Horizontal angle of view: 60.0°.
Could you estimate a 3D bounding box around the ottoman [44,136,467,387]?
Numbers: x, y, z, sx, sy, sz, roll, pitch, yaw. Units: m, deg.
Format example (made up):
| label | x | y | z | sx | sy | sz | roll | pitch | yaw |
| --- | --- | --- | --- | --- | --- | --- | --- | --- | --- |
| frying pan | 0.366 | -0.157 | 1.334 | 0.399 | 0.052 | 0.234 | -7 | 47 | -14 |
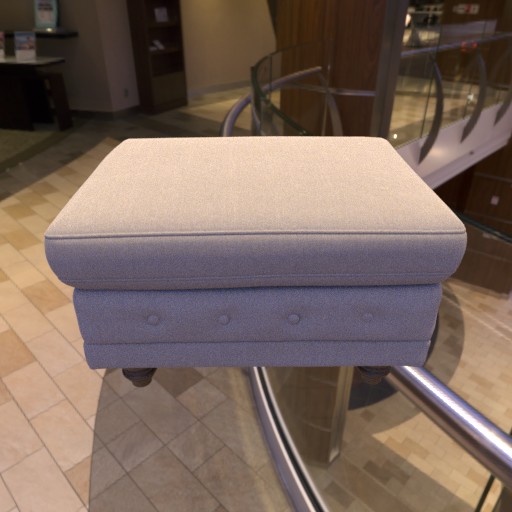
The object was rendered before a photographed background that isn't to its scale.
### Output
| label | x | y | z | sx | sy | sz | roll | pitch | yaw |
| --- | --- | --- | --- | --- | --- | --- | --- | --- | --- |
| ottoman | 0.000 | 0.000 | 1.111 | 0.771 | 0.500 | 0.569 | 0 | 31 | -1 |
